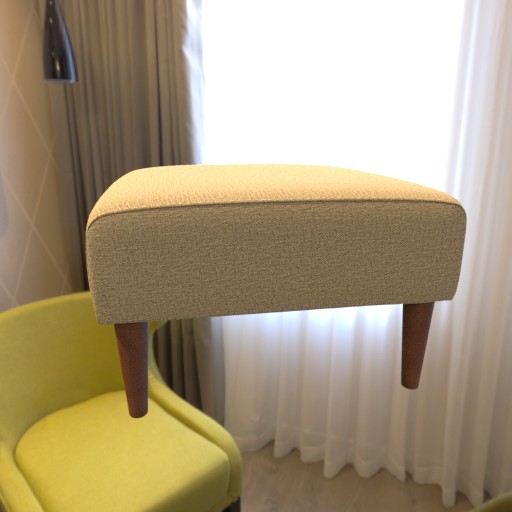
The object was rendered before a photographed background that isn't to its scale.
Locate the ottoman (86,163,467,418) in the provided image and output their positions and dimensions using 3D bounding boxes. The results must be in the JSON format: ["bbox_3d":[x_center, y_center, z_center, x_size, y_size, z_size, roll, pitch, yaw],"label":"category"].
[{"bbox_3d":[0.000,0.000,1.034,0.649,0.398,0.650,-3,16,-10],"label":"ottoman"}]
